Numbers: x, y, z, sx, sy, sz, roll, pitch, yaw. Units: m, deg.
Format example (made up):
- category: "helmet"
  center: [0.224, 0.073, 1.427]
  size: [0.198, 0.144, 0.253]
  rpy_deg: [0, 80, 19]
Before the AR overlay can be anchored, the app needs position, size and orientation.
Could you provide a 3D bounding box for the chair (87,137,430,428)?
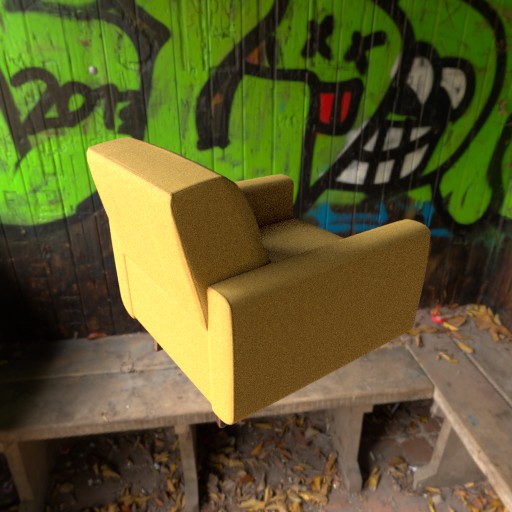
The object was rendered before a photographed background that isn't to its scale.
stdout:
- category: "chair"
  center: [0.000, 0.000, 1.593]
  size: [0.909, 0.841, 0.831]
  rpy_deg: [-18, 32, -32]
